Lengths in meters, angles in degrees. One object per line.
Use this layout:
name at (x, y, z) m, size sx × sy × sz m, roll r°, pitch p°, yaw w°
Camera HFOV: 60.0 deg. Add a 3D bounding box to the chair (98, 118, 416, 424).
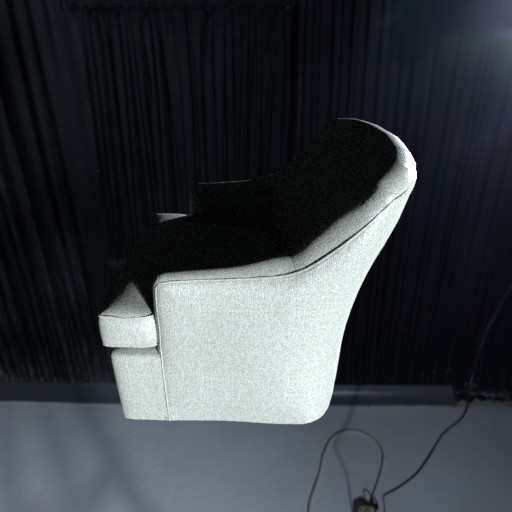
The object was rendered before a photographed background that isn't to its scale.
chair at (0.000, 0.000, 1.578) m, size 0.923 × 0.856 × 0.864 m, roll 0°, pitch 28°, yaw 0°
